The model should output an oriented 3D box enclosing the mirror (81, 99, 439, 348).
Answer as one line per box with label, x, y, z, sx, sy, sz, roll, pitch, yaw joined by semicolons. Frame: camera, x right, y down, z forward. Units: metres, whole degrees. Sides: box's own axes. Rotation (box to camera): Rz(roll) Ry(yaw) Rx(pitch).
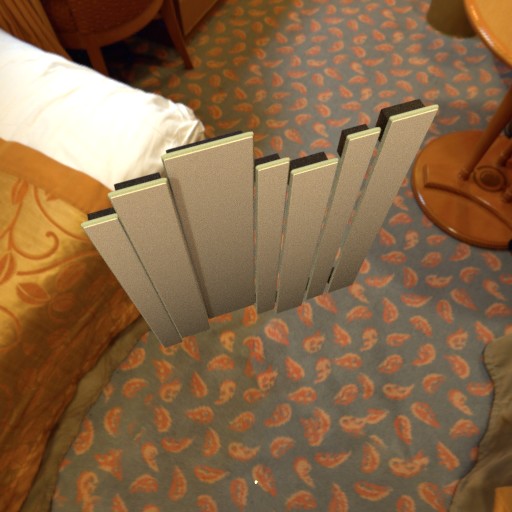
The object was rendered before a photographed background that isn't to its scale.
mirror;0.000;0.000;0.771;0.445;0.611;0.058;-17;64;-9
